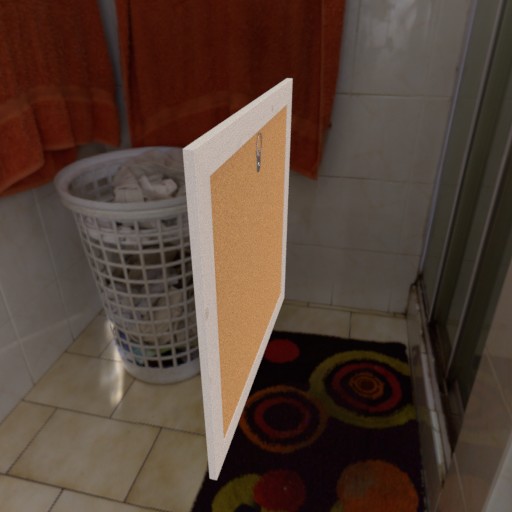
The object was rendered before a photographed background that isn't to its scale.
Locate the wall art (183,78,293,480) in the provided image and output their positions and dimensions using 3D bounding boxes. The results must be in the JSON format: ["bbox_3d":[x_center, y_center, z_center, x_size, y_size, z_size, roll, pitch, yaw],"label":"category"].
[{"bbox_3d":[0.000,0.000,0.866,0.015,0.577,0.572,7,30,13],"label":"wall art"}]
